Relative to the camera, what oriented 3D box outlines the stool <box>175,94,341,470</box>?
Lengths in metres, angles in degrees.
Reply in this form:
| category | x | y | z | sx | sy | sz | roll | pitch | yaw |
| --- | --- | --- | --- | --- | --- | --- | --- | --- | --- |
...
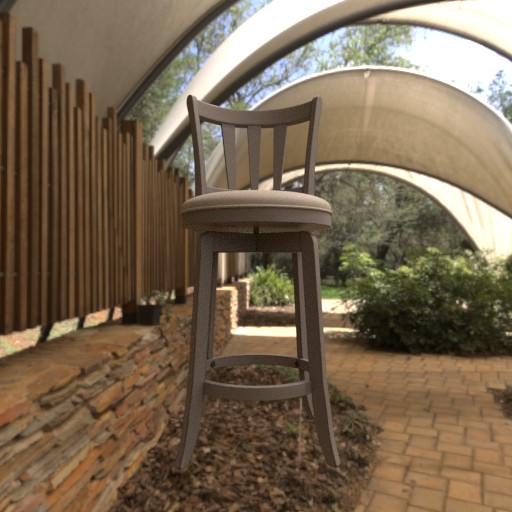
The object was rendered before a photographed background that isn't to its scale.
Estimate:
| category | x | y | z | sx | sy | sz | roll | pitch | yaw |
| --- | --- | --- | --- | --- | --- | --- | --- | --- | --- |
| stool | 0.000 | 0.000 | 1.266 | 0.436 | 1.023 | 0.475 | 0 | 0 | -2 |
